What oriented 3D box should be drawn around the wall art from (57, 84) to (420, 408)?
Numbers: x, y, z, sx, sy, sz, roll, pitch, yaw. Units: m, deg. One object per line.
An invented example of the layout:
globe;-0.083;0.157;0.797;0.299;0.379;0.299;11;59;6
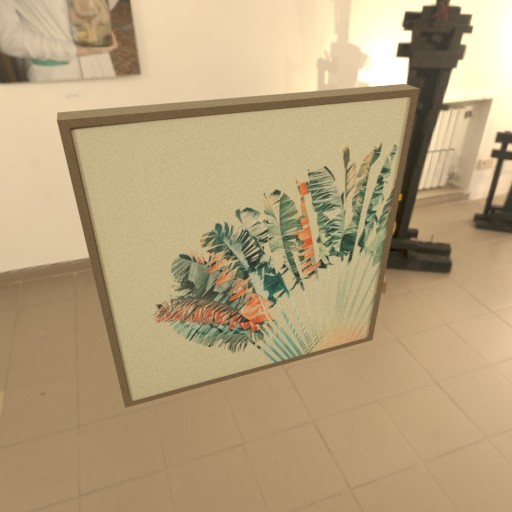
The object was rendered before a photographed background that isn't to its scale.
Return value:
wall art;0.000;0.000;0.741;0.508;0.506;0.038;-11;34;-17
